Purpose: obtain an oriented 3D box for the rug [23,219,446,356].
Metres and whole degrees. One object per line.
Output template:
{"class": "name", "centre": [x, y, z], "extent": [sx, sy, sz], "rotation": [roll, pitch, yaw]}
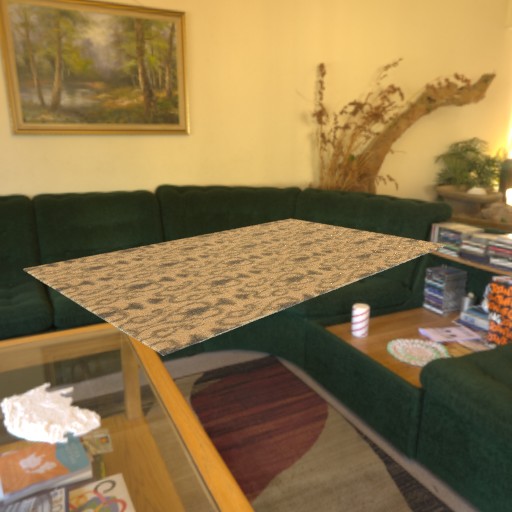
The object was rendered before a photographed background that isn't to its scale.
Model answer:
{"class": "rug", "centre": [0.000, 0.000, 2.009], "extent": [1.652, 0.006, 1.035], "rotation": [-14, 21, -43]}
